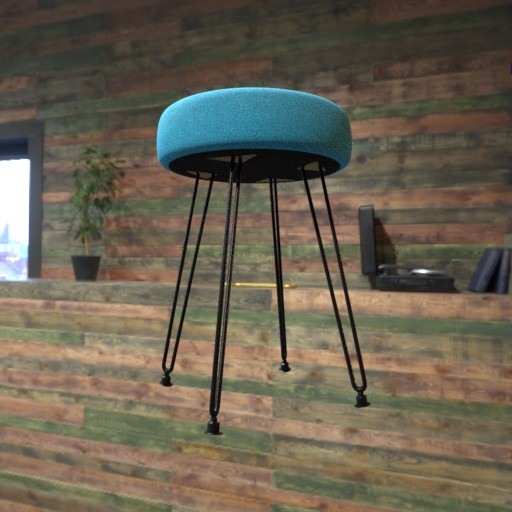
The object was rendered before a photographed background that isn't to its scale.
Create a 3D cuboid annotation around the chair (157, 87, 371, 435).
[{"bbox_3d":[0.000,0.000,0.697,0.350,0.440,0.350,0,0,19],"label":"chair"}]
